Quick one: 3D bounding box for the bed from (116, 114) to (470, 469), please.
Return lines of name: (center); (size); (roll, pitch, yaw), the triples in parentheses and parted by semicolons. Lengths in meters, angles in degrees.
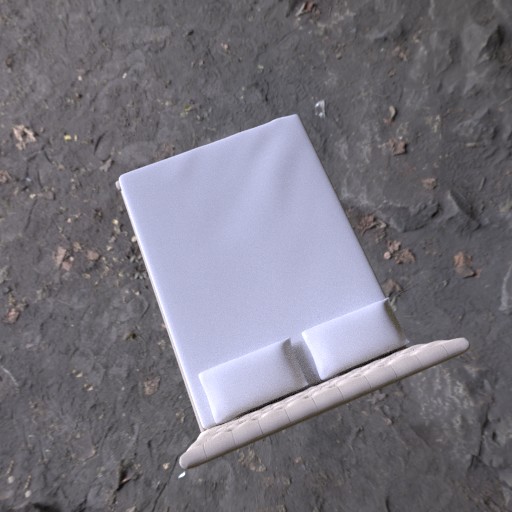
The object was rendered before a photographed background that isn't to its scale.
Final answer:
bed: (0.000, 0.000, 3.288); (1.696, 1.426, 2.233); (-21, 76, -6)
